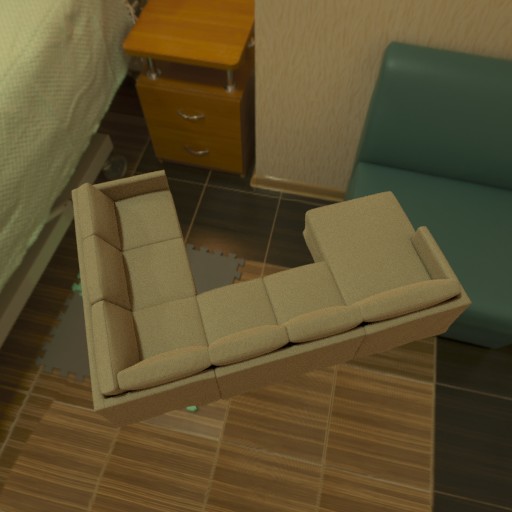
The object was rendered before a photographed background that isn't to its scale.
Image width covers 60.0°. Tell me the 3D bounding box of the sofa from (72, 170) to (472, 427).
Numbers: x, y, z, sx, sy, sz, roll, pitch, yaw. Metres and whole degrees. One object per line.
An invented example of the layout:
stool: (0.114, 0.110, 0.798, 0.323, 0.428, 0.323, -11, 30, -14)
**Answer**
sofa: (0.000, 0.000, 4.661, 3.528, 0.878, 2.476, -14, 60, -8)
